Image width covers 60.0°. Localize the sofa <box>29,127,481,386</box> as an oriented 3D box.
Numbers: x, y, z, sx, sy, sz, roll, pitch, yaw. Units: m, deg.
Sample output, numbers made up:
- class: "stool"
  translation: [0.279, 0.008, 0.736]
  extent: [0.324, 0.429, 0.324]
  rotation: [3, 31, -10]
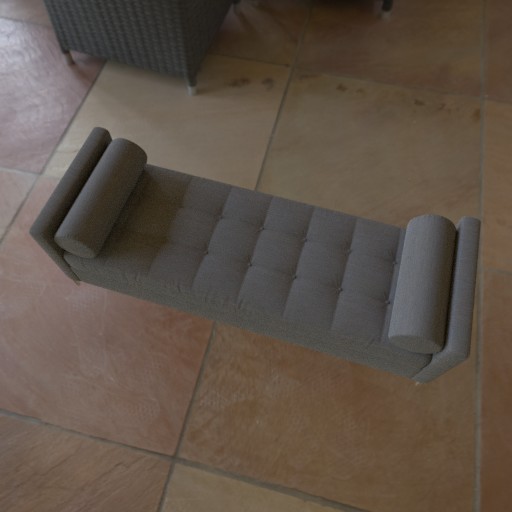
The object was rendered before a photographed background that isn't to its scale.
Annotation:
- class: "sofa"
  translation: [0.000, 0.000, 2.299]
  extent: [1.981, 0.635, 0.686]
  rotation: [15, 63, 8]
